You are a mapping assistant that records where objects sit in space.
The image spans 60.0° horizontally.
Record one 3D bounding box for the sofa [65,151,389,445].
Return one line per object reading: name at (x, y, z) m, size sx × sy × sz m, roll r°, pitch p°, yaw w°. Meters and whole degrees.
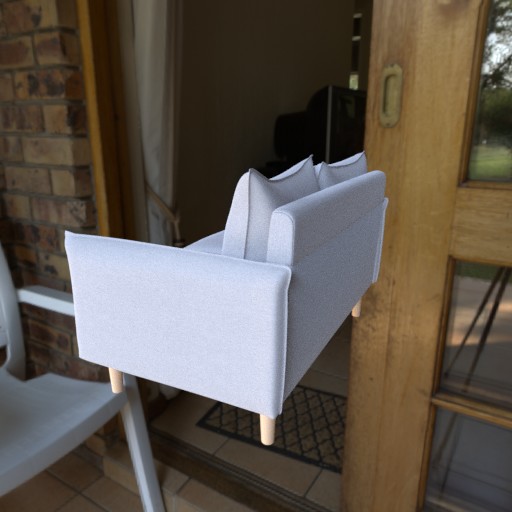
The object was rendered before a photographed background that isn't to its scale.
sofa at (0.000, 0.000, 1.850) m, size 0.820 × 0.840 × 1.300 m, roll 8°, pitch 18°, yaw 26°
